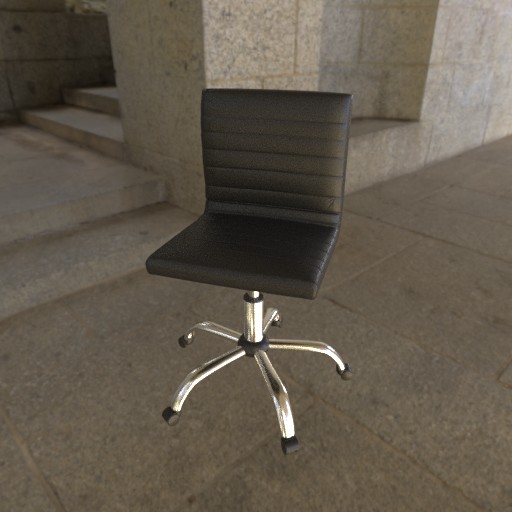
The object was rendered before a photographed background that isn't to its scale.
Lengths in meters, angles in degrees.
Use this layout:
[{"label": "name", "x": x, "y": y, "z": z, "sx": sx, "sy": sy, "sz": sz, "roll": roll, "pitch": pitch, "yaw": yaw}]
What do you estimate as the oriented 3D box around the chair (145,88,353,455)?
[{"label": "chair", "x": 0.000, "y": 0.000, "z": 1.146, "sx": 0.556, "sy": 0.780, "sz": 0.530, "roll": 8, "pitch": 28, "yaw": 15}]
